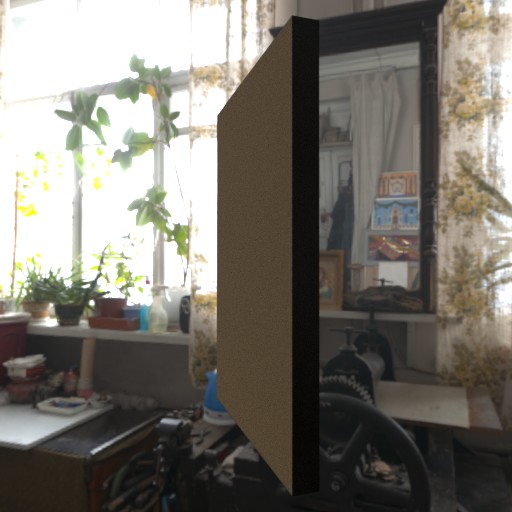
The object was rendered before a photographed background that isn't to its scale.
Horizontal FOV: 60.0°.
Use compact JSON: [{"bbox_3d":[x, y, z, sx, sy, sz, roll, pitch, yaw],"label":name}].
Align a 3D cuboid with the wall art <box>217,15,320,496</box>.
[{"bbox_3d":[0.000,0.000,0.575,0.031,0.457,0.313,0,0,-18],"label":"wall art"}]
